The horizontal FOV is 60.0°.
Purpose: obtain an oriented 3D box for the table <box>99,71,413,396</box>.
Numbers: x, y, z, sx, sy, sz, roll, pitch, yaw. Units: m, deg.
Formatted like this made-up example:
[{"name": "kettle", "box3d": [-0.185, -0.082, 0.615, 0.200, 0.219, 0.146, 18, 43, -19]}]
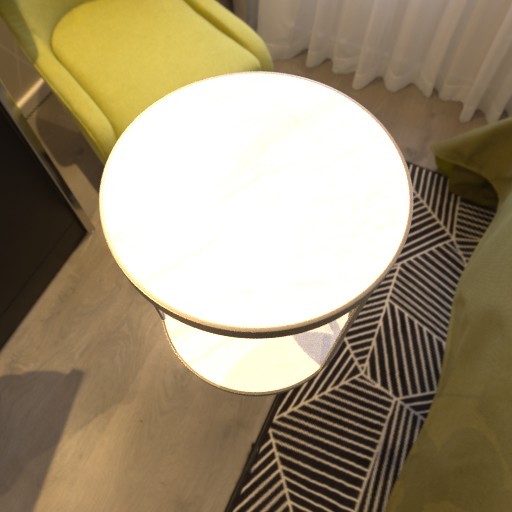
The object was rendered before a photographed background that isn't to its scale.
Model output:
[{"name": "table", "box3d": [0.000, 0.000, 0.848, 0.445, 0.479, 0.445, 0, 63, 0]}]
